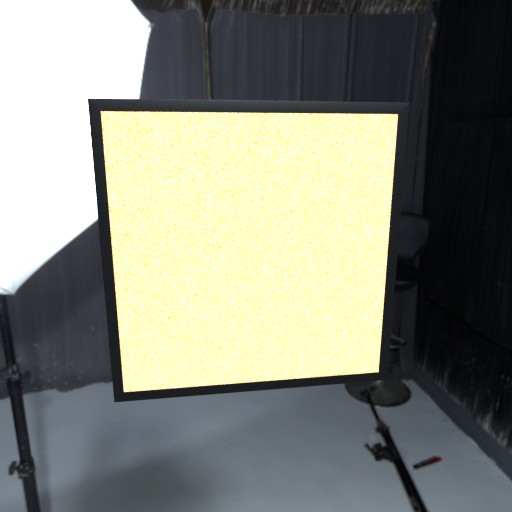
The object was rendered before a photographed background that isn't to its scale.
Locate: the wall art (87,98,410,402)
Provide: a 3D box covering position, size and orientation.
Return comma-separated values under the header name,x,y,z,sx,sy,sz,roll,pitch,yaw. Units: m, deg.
name,x,y,z,sx,sy,sz,roll,pitch,yaw
wall art,0.000,0.000,1.140,0.756,0.755,0.036,-2,14,-8
